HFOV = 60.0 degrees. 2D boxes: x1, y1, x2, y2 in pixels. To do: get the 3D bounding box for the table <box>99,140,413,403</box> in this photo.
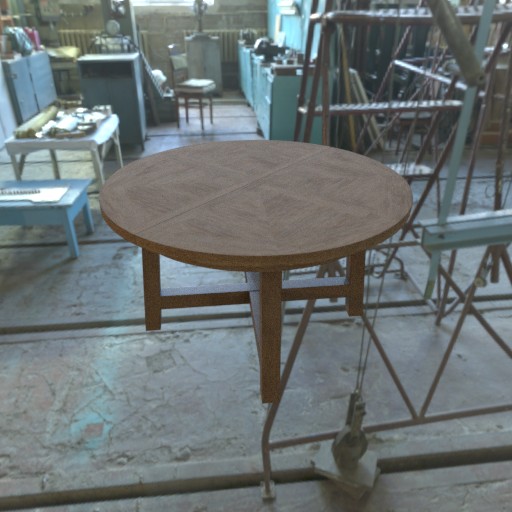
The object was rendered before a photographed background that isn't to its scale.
[{"bbox_3d":[0.000,0.000,2.137,1.319,0.762,1.319,0,30,0],"label":"table"}]
